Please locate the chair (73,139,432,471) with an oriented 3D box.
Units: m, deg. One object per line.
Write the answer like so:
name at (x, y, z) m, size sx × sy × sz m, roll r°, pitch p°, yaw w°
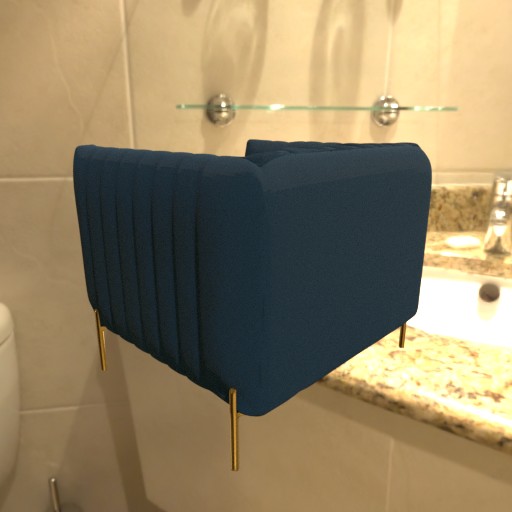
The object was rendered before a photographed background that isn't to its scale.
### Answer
chair at (0.000, 0.000, 1.574) m, size 0.877 × 0.793 × 0.947 m, roll 15°, pitch 23°, yaw 42°
